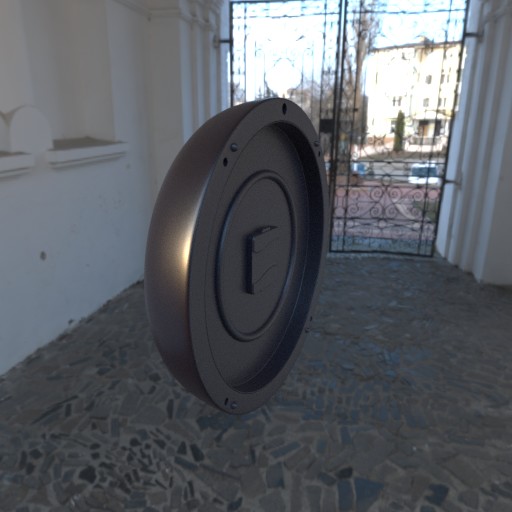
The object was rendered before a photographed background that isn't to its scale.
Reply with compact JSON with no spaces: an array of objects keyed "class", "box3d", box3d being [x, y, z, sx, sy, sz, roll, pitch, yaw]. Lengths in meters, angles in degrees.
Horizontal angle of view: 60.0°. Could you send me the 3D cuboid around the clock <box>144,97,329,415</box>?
[{"class":"clock","box3d":[0.000,0.000,0.446,0.060,0.300,0.300,9,19,26]}]
